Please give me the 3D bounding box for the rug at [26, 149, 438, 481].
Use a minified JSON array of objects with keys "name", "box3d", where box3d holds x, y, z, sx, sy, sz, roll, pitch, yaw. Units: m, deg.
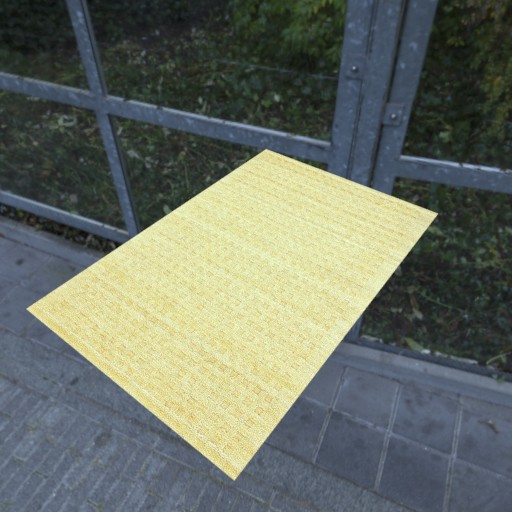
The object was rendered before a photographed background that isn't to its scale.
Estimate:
[{"name":"rug","box3d":[0.000,0.000,2.838,1.524,0.006,2.286,27,49,27]}]
